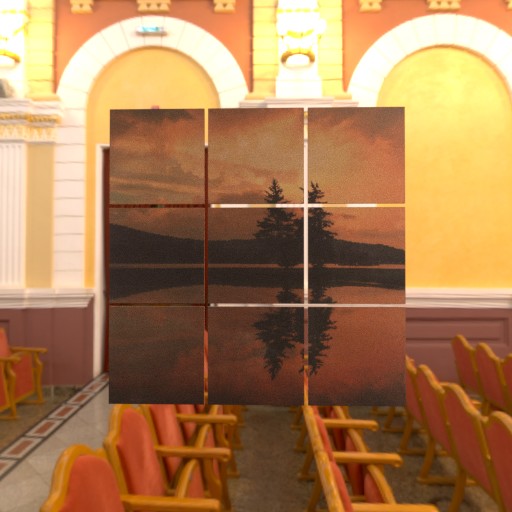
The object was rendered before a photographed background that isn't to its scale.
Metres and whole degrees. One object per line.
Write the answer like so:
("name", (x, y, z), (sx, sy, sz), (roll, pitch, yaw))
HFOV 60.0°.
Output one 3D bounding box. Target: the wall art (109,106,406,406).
("wall art", (0.000, 0.000, 2.281), (1.520, 1.525, 0.013), (0, -1, 2))
